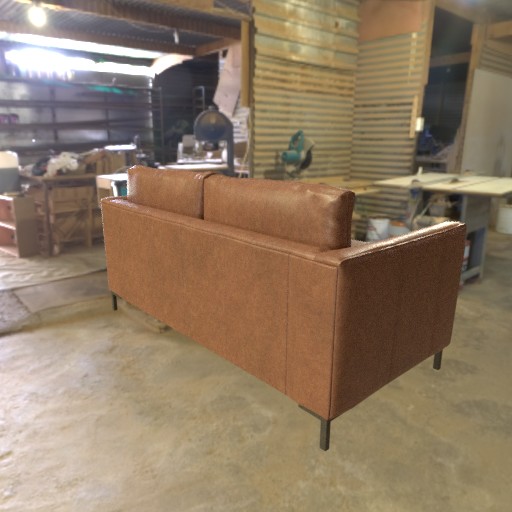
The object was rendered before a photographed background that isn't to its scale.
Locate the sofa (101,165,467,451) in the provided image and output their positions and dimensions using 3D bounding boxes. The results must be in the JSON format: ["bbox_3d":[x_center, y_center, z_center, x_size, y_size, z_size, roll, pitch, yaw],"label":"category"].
[{"bbox_3d":[0.000,0.000,2.288,0.899,0.883,1.797,-13,20,-40],"label":"sofa"}]
